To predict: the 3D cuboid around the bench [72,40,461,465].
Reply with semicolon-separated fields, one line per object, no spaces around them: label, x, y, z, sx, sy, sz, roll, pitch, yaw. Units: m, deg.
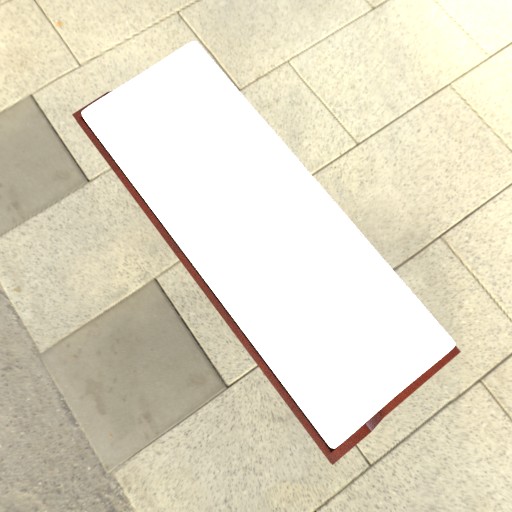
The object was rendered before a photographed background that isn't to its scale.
bench;0.000;0.000;1.285;0.369;0.646;0.987;-37;79;-9
